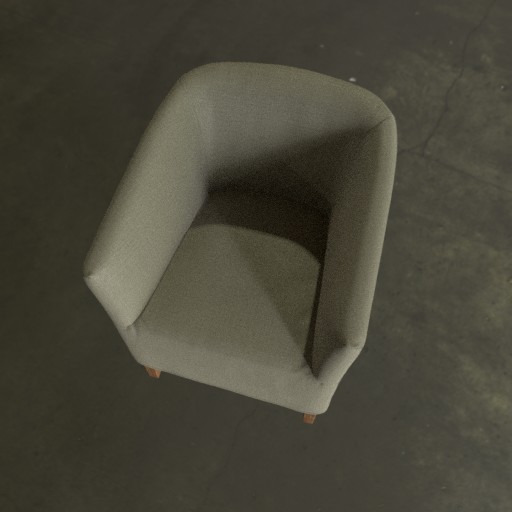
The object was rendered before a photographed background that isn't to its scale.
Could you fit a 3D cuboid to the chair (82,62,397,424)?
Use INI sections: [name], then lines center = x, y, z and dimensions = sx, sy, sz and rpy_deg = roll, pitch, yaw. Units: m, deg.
[chair]
center = 0.000, 0.000, 1.260
dimensions = 0.600, 0.771, 0.668
rpy_deg = 14, 59, 8
